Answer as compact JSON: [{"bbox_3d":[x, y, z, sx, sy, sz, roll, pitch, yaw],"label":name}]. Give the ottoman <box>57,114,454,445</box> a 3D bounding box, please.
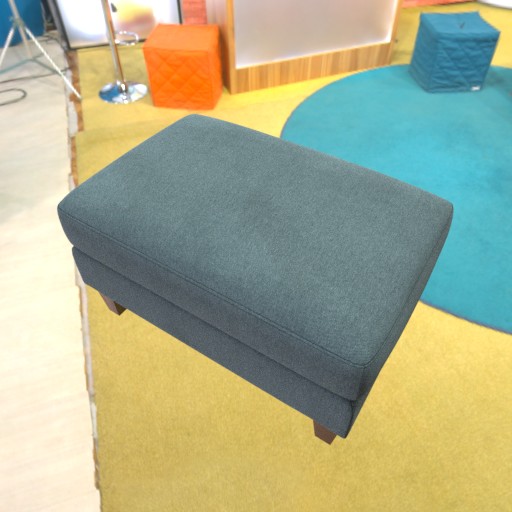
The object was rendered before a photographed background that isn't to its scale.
[{"bbox_3d":[0.000,0.000,1.224,0.864,0.483,0.584,25,51,22],"label":"ottoman"}]
